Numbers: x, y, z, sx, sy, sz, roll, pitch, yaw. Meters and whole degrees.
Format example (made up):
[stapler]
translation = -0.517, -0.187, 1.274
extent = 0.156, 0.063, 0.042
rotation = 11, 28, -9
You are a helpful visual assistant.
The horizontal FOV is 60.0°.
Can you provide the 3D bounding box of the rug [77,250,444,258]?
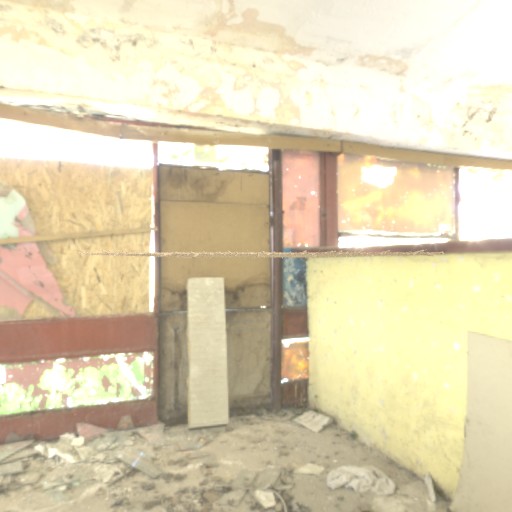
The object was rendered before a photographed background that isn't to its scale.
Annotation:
[rug]
translation = 0.000, 0.000, 2.464
extent = 1.224, 0.027, 2.021
rotation = 0, 0, -1
